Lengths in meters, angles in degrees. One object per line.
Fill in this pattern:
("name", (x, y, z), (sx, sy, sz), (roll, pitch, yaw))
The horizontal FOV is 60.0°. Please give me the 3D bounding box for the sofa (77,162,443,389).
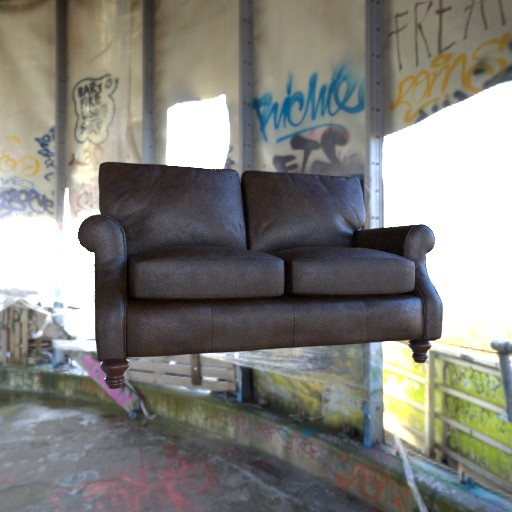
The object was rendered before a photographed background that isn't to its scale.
("sofa", (0.000, 0.000, 2.198), (1.616, 0.976, 0.990), (0, -1, -18))
